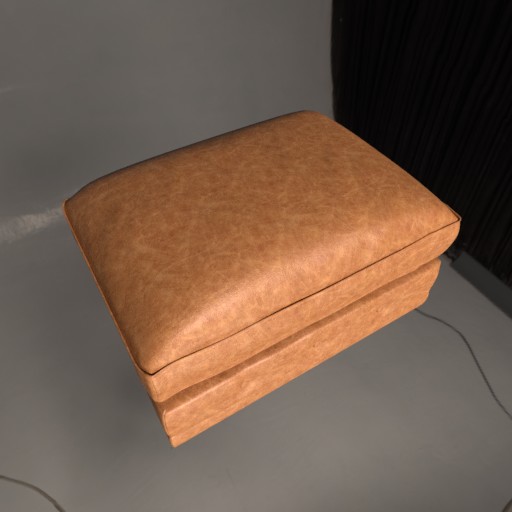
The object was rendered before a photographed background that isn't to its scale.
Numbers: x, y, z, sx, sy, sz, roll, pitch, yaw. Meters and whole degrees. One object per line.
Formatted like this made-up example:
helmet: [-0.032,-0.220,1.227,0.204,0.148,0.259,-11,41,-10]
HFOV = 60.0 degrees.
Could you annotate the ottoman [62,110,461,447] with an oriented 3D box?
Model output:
ottoman: [0.000,0.000,1.055,0.710,0.480,0.533,-24,52,-21]
